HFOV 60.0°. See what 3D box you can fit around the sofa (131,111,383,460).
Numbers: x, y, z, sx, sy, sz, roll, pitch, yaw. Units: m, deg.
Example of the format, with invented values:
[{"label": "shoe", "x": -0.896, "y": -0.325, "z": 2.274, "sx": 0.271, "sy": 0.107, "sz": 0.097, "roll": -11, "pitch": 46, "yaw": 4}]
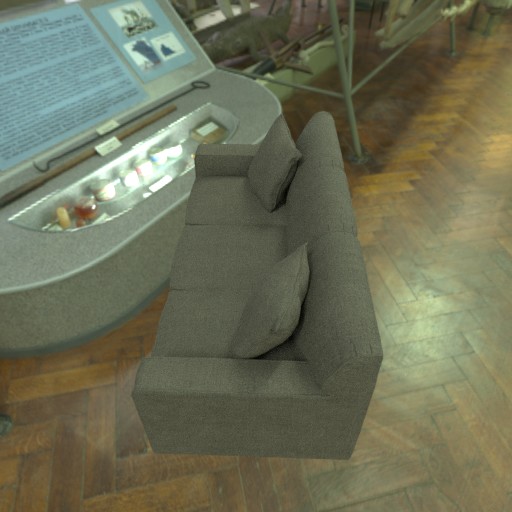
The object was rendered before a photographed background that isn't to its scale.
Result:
[{"label": "sofa", "x": 0.000, "y": 0.000, "z": 2.577, "sx": 0.997, "sy": 0.958, "sz": 2.024, "roll": 1, "pitch": 43, "yaw": 1}]
